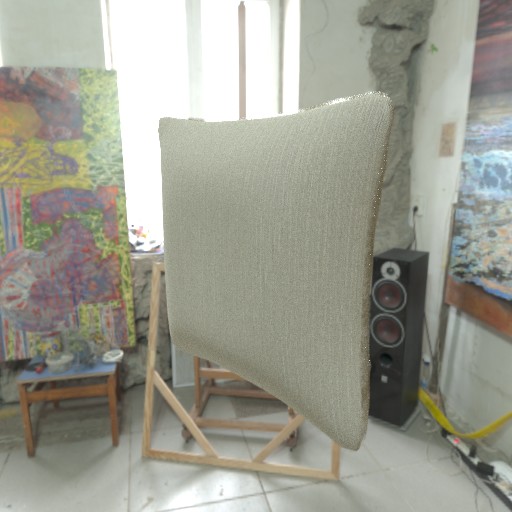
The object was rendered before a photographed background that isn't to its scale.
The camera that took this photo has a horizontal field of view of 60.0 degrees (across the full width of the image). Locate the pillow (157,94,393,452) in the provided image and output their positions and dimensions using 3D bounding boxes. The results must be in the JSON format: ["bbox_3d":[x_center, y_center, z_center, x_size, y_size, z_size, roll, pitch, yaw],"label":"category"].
[{"bbox_3d":[0.000,0.000,0.812,0.216,0.525,0.538,-12,18,-42],"label":"pillow"}]
